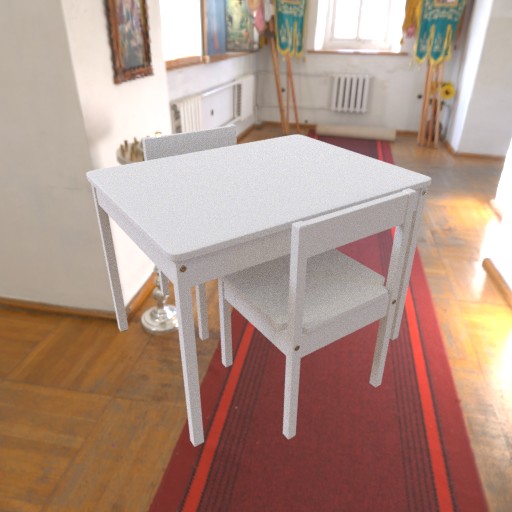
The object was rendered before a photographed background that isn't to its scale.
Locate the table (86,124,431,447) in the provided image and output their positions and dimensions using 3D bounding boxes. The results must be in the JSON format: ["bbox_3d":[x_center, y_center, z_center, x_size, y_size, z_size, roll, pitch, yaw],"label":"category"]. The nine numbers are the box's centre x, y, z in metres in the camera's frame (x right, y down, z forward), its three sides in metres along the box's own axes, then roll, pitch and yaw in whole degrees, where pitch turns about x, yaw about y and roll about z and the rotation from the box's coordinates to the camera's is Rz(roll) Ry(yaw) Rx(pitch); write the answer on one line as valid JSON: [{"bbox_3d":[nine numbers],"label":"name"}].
[{"bbox_3d":[0.000,0.000,1.133,0.650,0.503,0.672,-18,34,-29],"label":"table"}]
